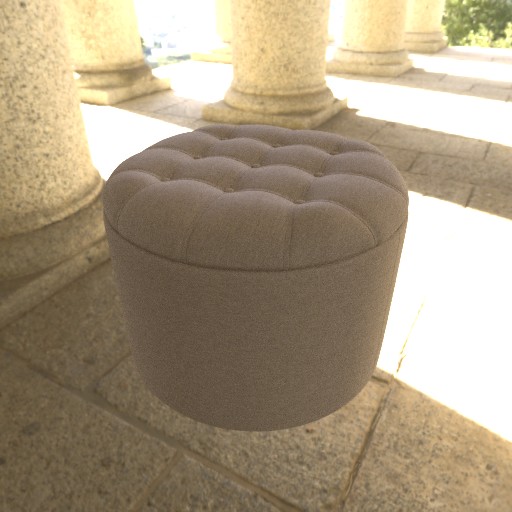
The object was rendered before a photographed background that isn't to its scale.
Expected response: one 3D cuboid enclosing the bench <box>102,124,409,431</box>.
[{"bbox_3d":[0.000,0.000,0.980,0.600,0.454,0.600,0,32,0],"label":"bench"}]
